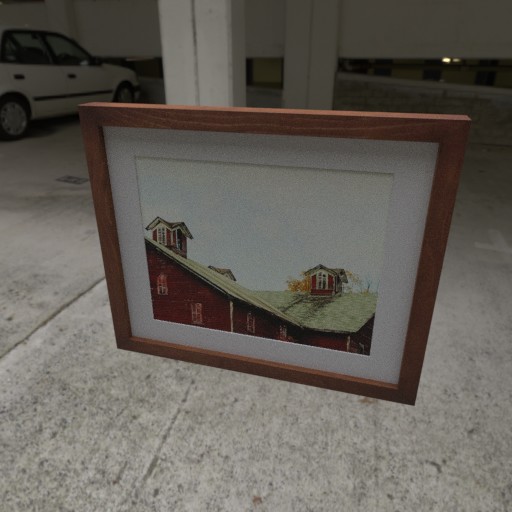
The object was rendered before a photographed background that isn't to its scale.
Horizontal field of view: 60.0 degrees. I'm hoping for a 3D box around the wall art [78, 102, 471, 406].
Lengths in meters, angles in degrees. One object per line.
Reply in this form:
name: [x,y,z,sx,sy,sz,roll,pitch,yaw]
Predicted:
wall art: [0.000,0.000,0.520,0.401,0.328,0.030,7,26,15]
